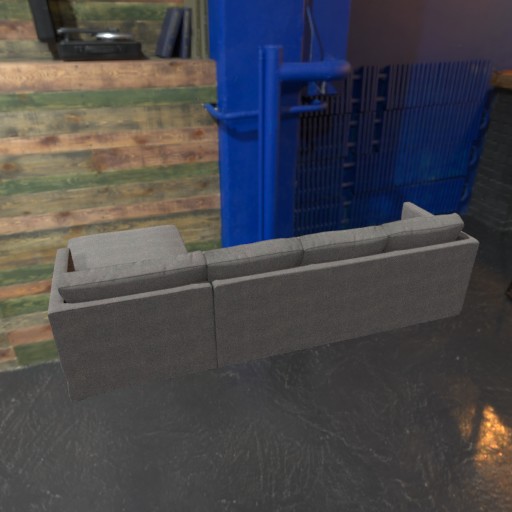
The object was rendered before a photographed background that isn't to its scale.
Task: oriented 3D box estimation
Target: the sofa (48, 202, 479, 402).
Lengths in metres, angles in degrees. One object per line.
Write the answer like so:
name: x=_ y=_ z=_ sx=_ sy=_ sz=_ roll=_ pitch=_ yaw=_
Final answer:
sofa: x=0.000 y=0.000 z=3.871 sx=3.205 sy=0.922 sz=1.650 roll=-9 pitch=29 yaw=-16
